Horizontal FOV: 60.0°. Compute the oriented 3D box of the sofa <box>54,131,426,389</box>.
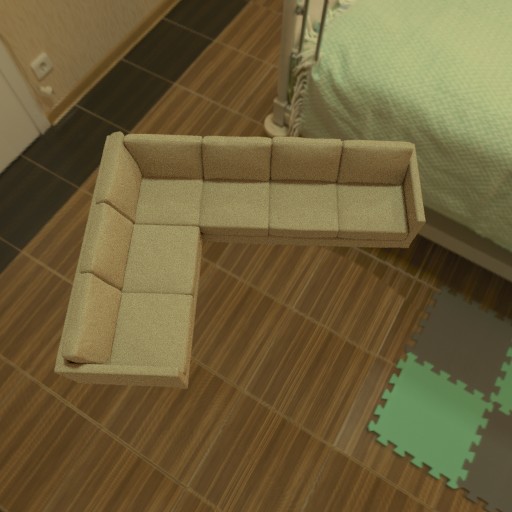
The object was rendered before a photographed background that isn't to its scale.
[{"bbox_3d":[0.000,0.000,4.265,3.182,0.863,2.432,2,65,1],"label":"sofa"}]
